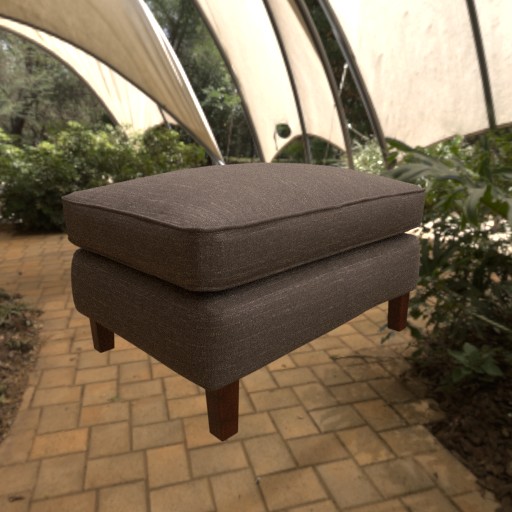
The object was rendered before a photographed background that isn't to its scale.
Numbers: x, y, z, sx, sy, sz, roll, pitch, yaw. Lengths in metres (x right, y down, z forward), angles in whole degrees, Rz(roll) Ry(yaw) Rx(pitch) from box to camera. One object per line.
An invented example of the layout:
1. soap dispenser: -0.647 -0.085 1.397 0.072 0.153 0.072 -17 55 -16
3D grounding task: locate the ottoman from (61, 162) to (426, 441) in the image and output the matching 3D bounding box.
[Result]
1. ottoman: 0.000 0.000 0.999 0.686 0.406 0.508 -15 21 -43
